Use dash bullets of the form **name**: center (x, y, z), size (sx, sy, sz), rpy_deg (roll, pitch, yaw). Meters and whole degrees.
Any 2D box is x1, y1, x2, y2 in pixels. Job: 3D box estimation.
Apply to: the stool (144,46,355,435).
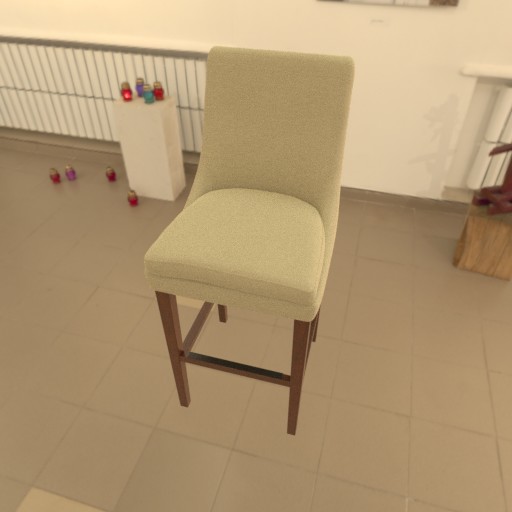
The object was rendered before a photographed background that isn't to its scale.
- **stool**: center (0.000, 0.000, 1.385), size (0.470, 1.078, 0.577), rpy_deg (10, 41, 12)
